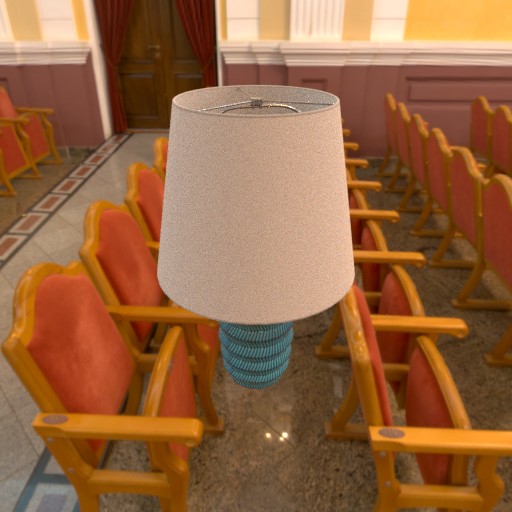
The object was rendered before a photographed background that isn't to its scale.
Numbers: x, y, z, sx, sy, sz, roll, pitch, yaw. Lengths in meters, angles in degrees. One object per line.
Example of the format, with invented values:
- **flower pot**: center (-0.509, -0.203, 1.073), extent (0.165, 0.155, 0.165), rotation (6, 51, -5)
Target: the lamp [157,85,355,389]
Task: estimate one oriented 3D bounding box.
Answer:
- **lamp**: center (0.000, 0.000, 0.575), extent (0.254, 0.392, 0.254), rotation (0, 29, 0)
